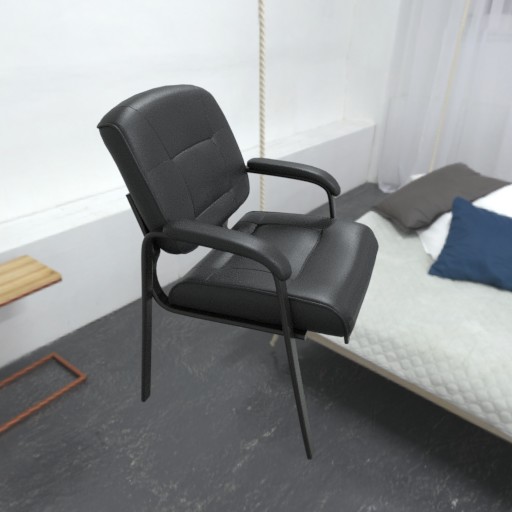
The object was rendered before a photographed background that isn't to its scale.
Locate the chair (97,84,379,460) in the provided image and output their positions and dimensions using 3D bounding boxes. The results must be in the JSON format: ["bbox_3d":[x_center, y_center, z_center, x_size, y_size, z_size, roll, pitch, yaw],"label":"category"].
[{"bbox_3d":[0.000,0.000,1.315,0.668,0.910,0.591,11,32,18],"label":"chair"}]
